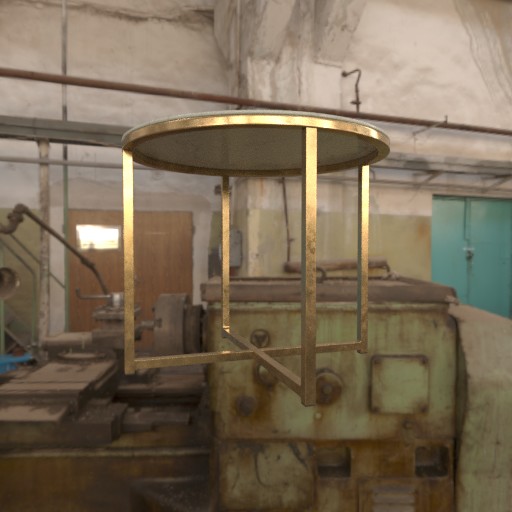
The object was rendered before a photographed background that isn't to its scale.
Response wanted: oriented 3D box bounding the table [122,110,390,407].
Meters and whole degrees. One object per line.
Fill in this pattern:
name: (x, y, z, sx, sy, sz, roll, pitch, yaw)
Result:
table: (0.000, 0.000, 0.868, 0.500, 0.420, 0.500, 0, 2, 0)
